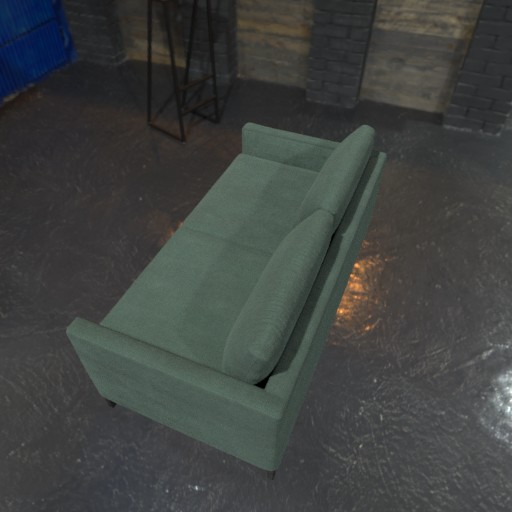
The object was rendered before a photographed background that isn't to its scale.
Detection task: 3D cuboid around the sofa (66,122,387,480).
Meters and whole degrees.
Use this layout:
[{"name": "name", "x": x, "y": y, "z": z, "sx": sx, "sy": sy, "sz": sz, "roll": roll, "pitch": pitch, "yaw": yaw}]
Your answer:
[{"name": "sofa", "x": 0.000, "y": 0.000, "z": 2.182, "sx": 0.875, "sy": 0.817, "sz": 1.676, "roll": 17, "pitch": 48, "yaw": 16}]
